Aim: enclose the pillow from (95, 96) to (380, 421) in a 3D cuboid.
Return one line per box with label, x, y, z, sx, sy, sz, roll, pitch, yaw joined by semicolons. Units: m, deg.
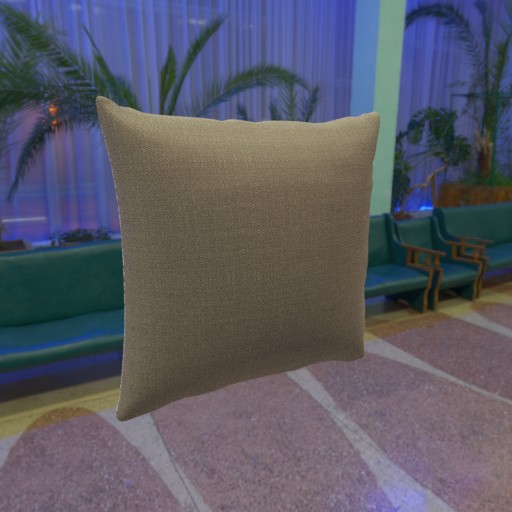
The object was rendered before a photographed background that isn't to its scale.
pillow;0.000;0.000;0.793;0.521;0.519;0.215;-7;16;-25
